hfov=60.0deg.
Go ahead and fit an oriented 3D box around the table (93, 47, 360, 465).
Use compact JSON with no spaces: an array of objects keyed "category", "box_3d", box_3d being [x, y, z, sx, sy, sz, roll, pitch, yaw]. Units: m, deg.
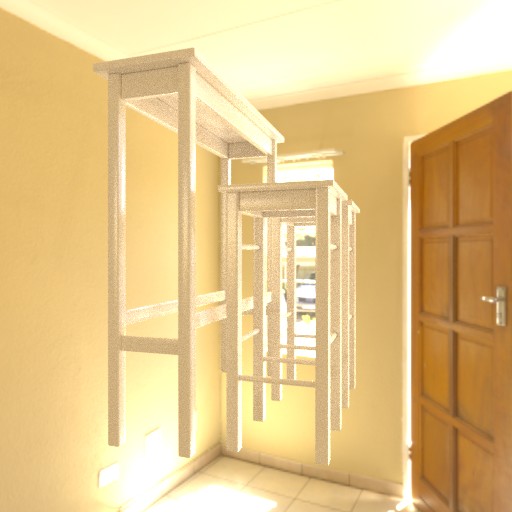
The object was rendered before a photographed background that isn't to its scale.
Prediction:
[{"category":"table","box_3d":[0.000,0.000,1.558,0.650,1.065,0.915,0,0,18]}]
